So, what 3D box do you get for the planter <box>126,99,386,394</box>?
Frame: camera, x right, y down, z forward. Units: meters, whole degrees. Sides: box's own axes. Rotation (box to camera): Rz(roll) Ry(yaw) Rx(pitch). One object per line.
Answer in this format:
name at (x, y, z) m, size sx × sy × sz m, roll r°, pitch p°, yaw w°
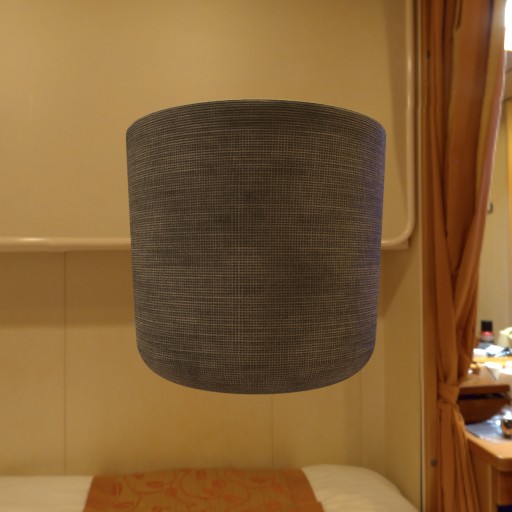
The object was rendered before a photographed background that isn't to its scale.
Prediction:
planter at (0.000, 0.000, 0.780) m, size 0.440 × 0.398 × 0.440 m, roll 0°, pitch 0°, yaw 0°
